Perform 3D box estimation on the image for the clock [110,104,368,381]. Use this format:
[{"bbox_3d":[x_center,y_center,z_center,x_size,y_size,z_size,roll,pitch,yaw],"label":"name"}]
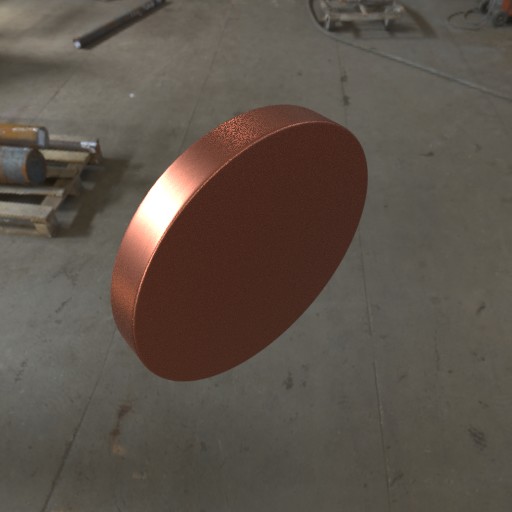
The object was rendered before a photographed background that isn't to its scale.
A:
[{"bbox_3d":[0.000,0.000,0.474,0.313,0.313,0.040,-32,54,-27],"label":"clock"}]
